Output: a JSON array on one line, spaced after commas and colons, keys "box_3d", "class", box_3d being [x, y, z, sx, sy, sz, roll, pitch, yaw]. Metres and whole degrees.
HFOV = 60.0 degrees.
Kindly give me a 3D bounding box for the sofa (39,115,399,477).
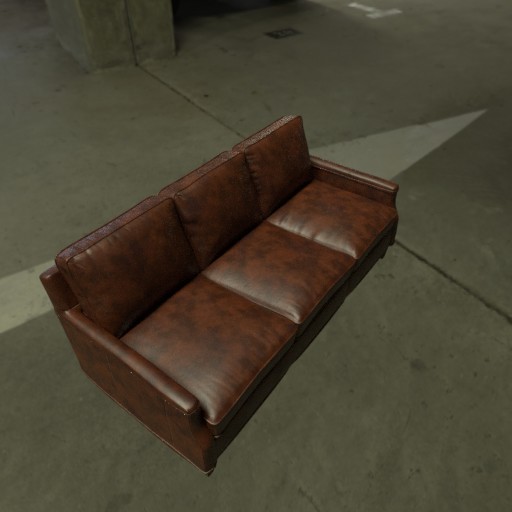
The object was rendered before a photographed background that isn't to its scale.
[{"box_3d": [0.000, 0.000, 2.812, 1.084, 1.003, 2.240, 26, 47, 27], "class": "sofa"}]
